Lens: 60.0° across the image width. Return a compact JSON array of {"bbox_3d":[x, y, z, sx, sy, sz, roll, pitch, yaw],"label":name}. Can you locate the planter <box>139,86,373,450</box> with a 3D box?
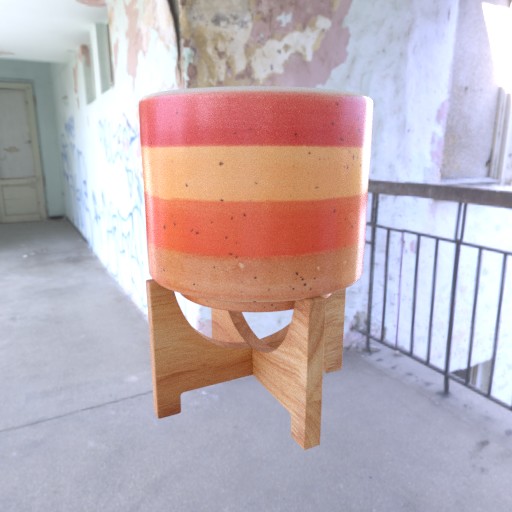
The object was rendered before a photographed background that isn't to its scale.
[{"bbox_3d":[0.000,0.000,0.403,0.199,0.268,0.199,0,14,0],"label":"planter"}]
